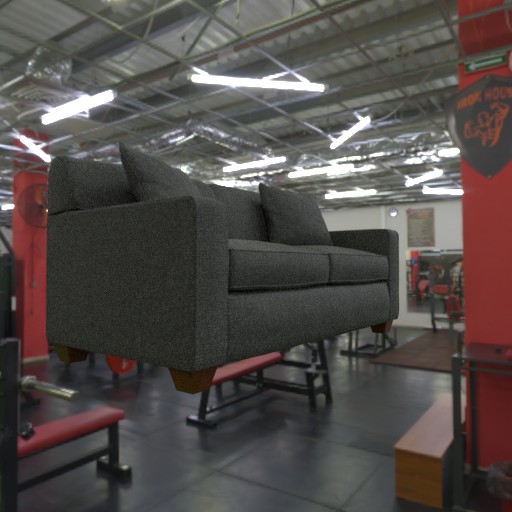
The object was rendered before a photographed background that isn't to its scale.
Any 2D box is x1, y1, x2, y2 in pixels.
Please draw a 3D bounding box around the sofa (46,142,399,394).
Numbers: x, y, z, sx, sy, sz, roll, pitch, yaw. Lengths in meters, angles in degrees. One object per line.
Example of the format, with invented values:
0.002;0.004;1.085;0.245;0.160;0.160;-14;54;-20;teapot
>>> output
0.000;0.000;2.417;0.998;0.958;1.846;-1;-2;38;sofa
